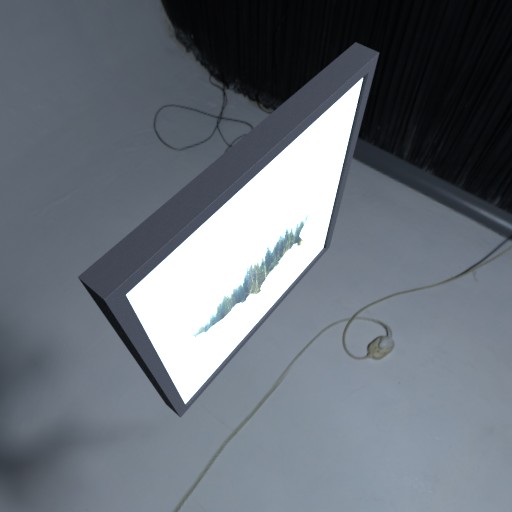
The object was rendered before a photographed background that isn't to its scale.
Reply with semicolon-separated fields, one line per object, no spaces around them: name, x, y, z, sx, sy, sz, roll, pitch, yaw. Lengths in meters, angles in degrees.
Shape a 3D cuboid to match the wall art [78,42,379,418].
wall art;0.000;0.000;0.752;0.040;0.509;0.509;35;64;20
